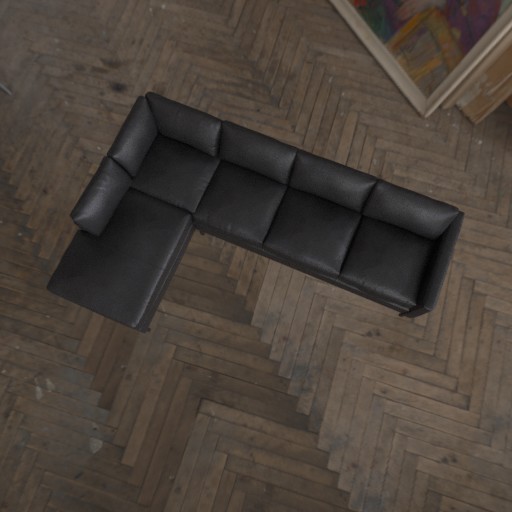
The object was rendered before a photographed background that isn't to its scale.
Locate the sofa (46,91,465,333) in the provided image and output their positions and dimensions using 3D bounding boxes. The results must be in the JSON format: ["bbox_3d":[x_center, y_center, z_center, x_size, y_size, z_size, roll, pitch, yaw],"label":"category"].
[{"bbox_3d":[0.000,0.000,3.794,2.984,0.877,1.938,22,75,6],"label":"sofa"}]
